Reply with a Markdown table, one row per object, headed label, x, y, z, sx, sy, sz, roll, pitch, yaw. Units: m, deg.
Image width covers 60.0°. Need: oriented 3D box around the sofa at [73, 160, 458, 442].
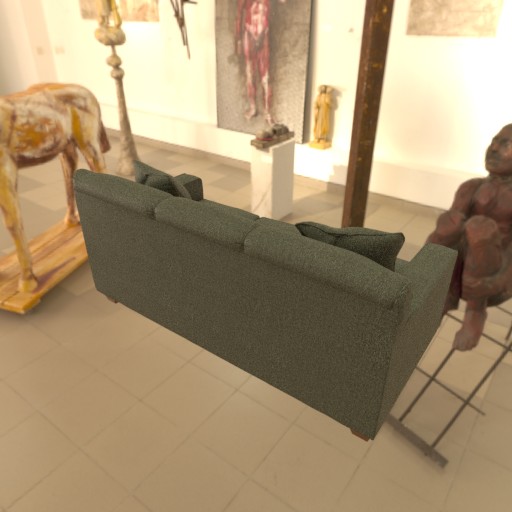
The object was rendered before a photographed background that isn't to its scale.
| label | x | y | z | sx | sy | sz | roll | pitch | yaw |
| --- | --- | --- | --- | --- | --- | --- | --- | --- | --- |
| sofa | 0.000 | 0.000 | 2.630 | 2.024 | 0.958 | 0.997 | 20 | 36 | 31 |
